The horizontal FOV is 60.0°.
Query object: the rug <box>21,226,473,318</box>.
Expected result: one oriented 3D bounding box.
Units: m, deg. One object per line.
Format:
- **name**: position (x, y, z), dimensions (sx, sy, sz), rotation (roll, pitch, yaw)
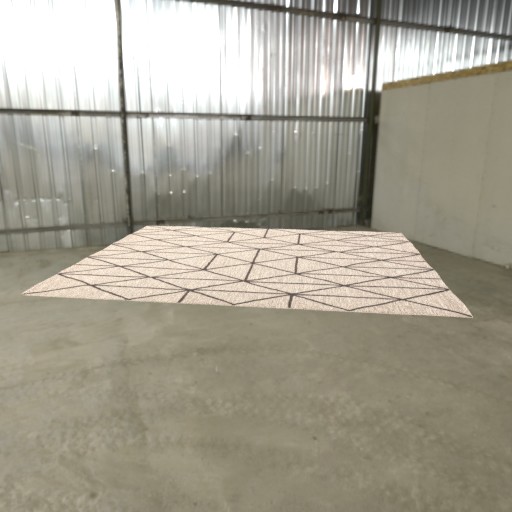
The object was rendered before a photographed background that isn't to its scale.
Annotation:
- **rug**: position (0.000, 0.000, 4.102), dimensions (3.061, 0.022, 2.468), rotation (2, 16, 7)
